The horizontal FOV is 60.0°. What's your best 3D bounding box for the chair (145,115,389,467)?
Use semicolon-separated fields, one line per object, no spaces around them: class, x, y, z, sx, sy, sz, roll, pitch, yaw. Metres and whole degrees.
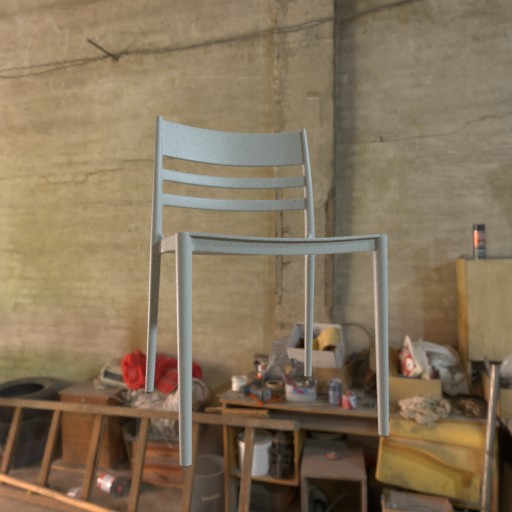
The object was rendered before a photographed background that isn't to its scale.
chair;0.000;0.000;1.153;0.531;0.800;0.511;0;1;-18
